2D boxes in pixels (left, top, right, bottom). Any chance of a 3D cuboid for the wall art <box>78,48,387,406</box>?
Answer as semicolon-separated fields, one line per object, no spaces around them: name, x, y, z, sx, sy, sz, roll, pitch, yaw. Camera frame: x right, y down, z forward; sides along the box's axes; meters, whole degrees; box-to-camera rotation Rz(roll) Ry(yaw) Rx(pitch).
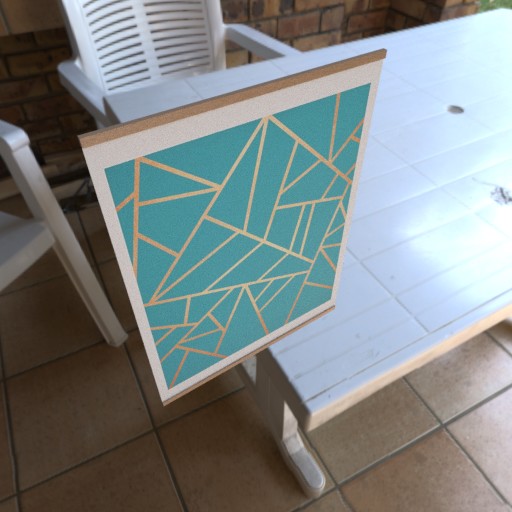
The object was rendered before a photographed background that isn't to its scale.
wall art;0.000;0.000;1.298;0.758;1.016;0.013;-25;50;-23
